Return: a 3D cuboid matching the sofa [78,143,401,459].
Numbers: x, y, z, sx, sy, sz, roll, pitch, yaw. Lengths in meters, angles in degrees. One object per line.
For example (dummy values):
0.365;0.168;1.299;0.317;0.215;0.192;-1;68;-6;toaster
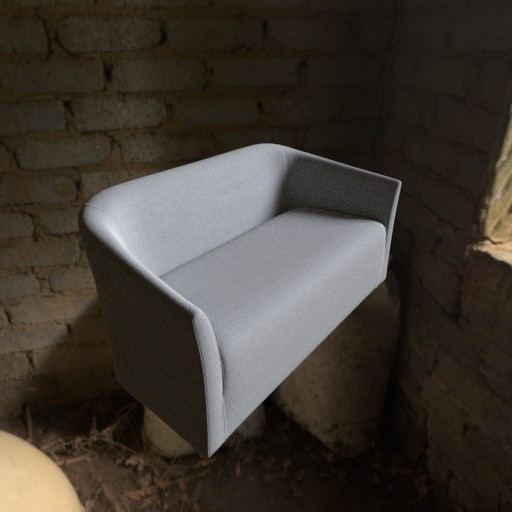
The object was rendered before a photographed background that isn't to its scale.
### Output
0.000;0.000;1.906;0.705;0.721;1.452;18;32;32;sofa
